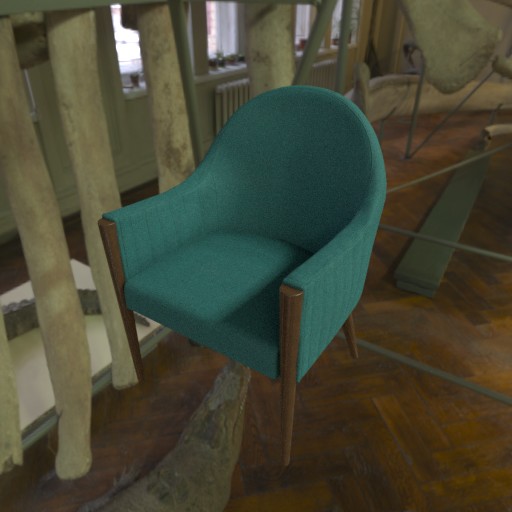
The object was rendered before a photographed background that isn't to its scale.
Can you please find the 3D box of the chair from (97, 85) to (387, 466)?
[{"bbox_3d":[0.000,0.000,1.376,0.656,0.907,0.652,19,36,28],"label":"chair"}]
